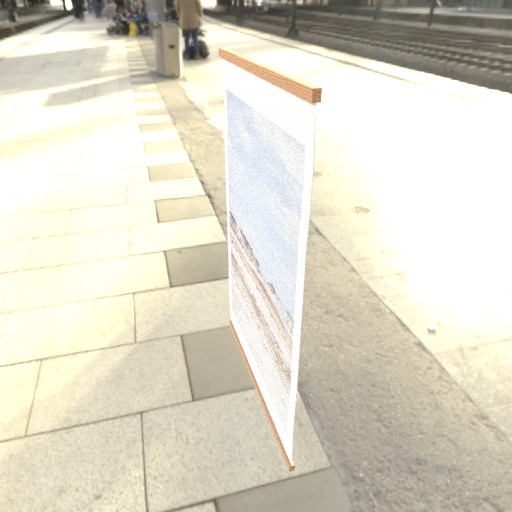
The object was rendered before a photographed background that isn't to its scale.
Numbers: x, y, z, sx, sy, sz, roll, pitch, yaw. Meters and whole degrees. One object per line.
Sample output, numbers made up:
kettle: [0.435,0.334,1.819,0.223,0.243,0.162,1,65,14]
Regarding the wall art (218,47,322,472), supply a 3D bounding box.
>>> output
wall art: [0.000,0.000,1.885,0.025,1.521,1.011,-9,32,-15]
